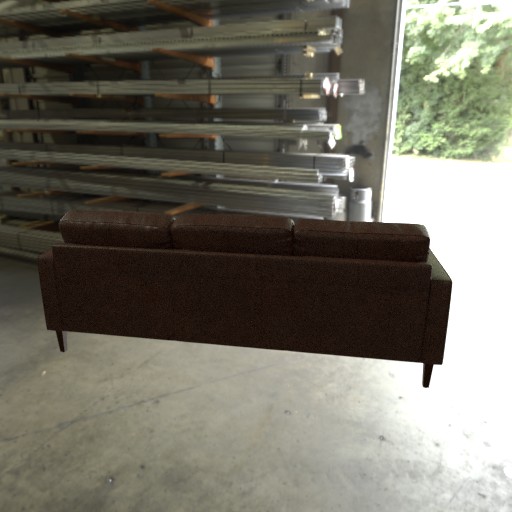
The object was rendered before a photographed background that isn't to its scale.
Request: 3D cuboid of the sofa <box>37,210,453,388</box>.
[{"bbox_3d":[0.000,0.000,3.030,2.185,0.841,1.613,3,18,10],"label":"sofa"}]
